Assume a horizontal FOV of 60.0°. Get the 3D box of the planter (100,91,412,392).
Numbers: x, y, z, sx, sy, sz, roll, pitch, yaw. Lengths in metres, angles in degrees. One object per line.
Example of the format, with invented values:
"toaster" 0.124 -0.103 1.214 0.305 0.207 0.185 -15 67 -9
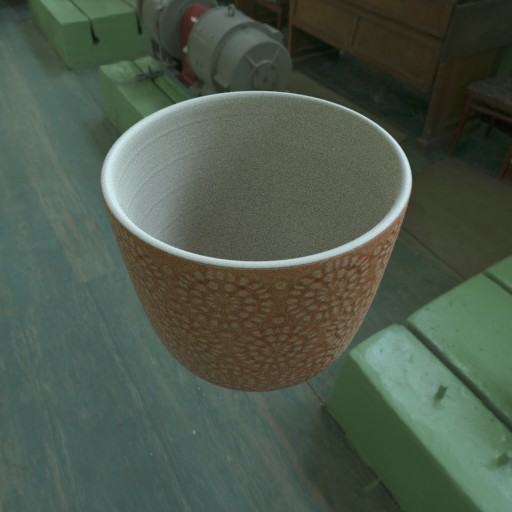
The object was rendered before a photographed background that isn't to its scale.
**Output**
"planter" 0.000 0.000 0.369 0.208 0.190 0.208 0 45 0
